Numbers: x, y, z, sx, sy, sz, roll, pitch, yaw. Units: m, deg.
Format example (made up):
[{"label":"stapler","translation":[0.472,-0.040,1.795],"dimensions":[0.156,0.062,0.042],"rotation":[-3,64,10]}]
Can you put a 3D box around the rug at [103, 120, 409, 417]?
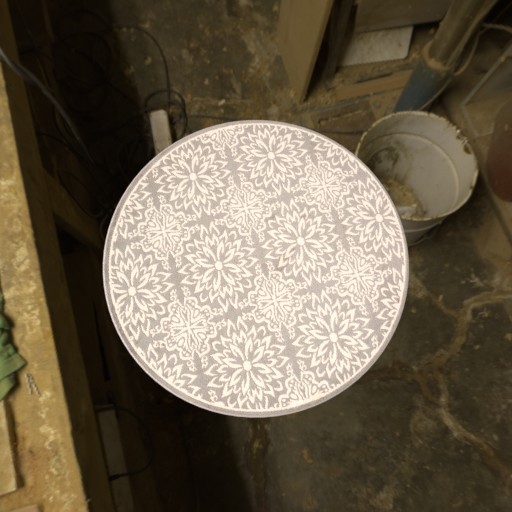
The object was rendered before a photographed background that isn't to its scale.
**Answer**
[{"label":"rug","translation":[0.000,0.000,2.313],"dimensions":[1.593,0.012,1.593],"rotation":[0,76,0]}]
